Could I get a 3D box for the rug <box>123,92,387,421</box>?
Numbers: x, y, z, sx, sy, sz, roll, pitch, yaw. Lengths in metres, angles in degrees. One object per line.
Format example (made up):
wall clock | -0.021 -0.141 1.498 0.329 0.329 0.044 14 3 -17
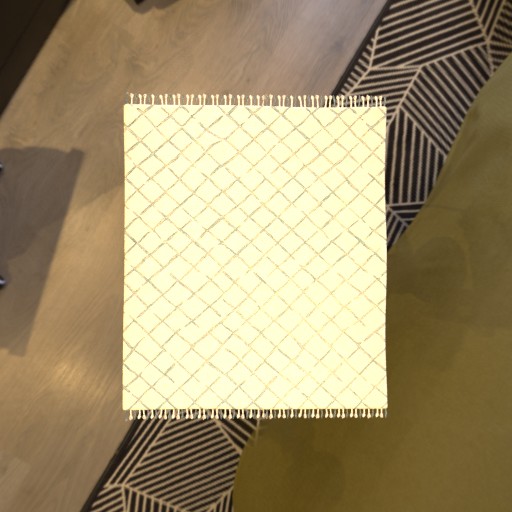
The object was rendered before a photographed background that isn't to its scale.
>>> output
rug | 0.000 0.000 4.861 2.892 0.036 3.585 0 89 -1
